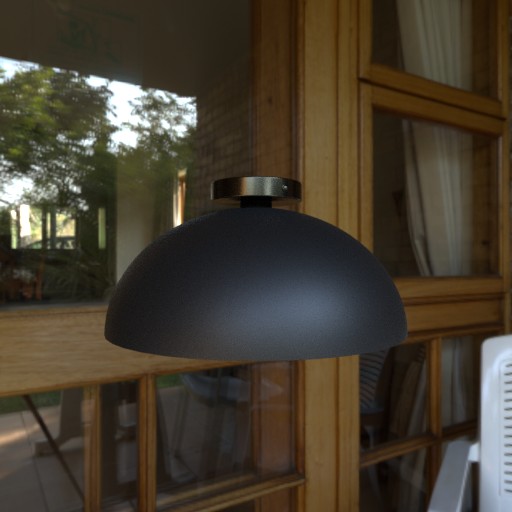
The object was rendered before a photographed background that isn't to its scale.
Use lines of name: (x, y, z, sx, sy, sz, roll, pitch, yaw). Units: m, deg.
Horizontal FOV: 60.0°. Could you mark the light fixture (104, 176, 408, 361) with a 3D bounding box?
light fixture: (0.000, 0.000, 0.548, 0.355, 0.177, 0.355, 0, 0, 0)
